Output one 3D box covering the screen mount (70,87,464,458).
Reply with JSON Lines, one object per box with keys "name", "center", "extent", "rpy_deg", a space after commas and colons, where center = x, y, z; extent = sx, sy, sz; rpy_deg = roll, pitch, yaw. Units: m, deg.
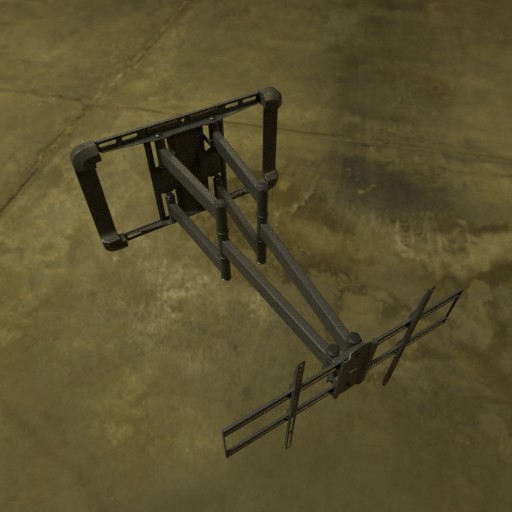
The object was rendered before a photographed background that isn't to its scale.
{"name": "screen mount", "center": [0.000, 0.000, 1.319], "extent": [0.725, 0.483, 0.905], "rpy_deg": [-24, 53, -20]}
